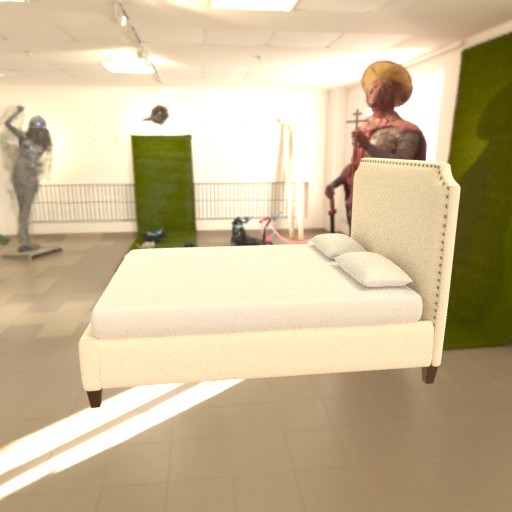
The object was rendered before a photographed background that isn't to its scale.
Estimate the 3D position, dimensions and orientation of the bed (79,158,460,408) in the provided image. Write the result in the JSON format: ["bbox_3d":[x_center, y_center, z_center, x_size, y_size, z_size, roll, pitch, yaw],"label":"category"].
[{"bbox_3d":[0.000,0.000,3.526,2.372,1.497,1.712,-2,14,-7],"label":"bed"}]
